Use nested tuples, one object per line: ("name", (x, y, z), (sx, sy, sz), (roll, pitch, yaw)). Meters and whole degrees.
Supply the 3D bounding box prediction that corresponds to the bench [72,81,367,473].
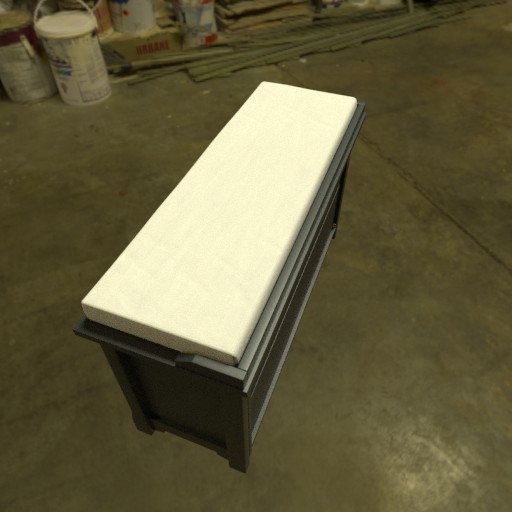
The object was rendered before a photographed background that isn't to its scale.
("bench", (0.000, 0.000, 1.238), (0.345, 0.561, 0.973), (16, 49, 14))
